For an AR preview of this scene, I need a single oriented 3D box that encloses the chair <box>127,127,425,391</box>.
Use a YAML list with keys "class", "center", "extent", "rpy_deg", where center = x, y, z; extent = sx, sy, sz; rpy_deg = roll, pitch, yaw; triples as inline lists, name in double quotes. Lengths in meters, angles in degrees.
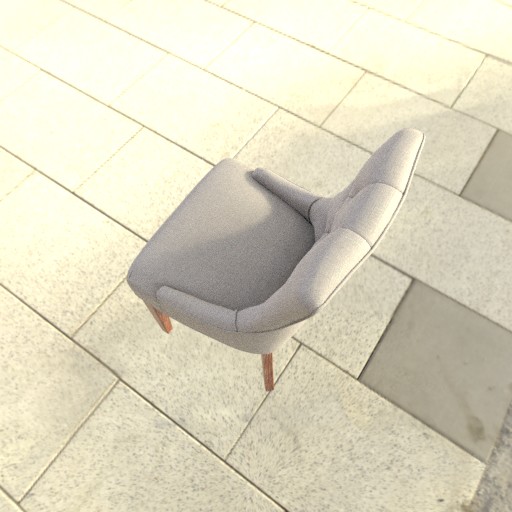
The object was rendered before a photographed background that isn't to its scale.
- class: "chair"
  center: [0.000, 0.000, 1.217]
  extent: [0.565, 0.874, 0.509]
  rpy_deg: [29, 66, 14]
